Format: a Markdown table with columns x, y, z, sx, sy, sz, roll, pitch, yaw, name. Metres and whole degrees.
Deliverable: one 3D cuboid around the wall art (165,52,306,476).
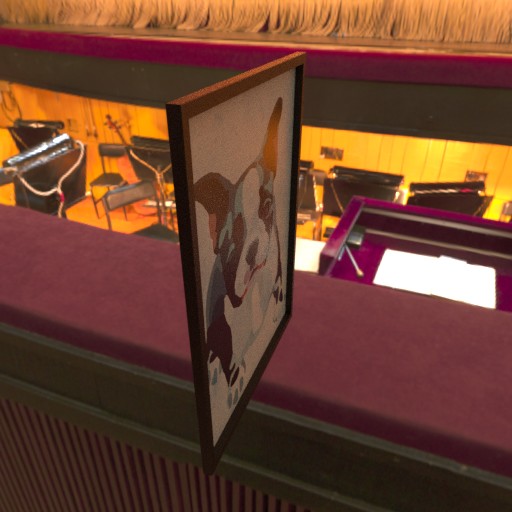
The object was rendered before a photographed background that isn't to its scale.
| x | y | z | sx | sy | sz | roll | pitch | yaw | name |
| --- | --- | --- | --- | --- | --- | --- | --- | --- | --- |
| 0.000 | 0.000 | 1.316 | 0.030 | 1.027 | 0.774 | 11 | 33 | 18 | wall art |
